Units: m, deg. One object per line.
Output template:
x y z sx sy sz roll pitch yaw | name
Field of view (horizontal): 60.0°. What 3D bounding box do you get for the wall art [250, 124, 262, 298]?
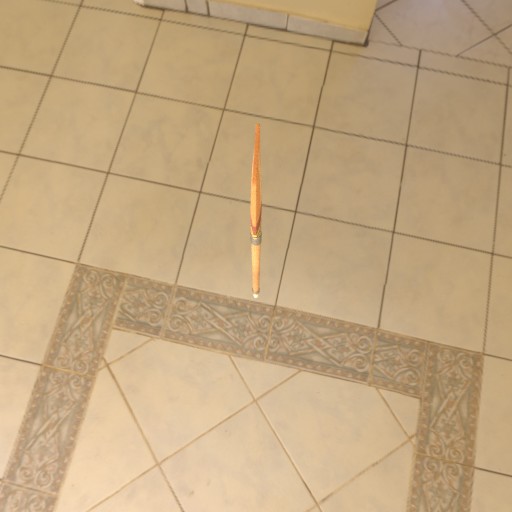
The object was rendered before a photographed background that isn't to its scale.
0.000 0.000 1.657 0.038 1.556 0.146 3 74 1 | wall art
